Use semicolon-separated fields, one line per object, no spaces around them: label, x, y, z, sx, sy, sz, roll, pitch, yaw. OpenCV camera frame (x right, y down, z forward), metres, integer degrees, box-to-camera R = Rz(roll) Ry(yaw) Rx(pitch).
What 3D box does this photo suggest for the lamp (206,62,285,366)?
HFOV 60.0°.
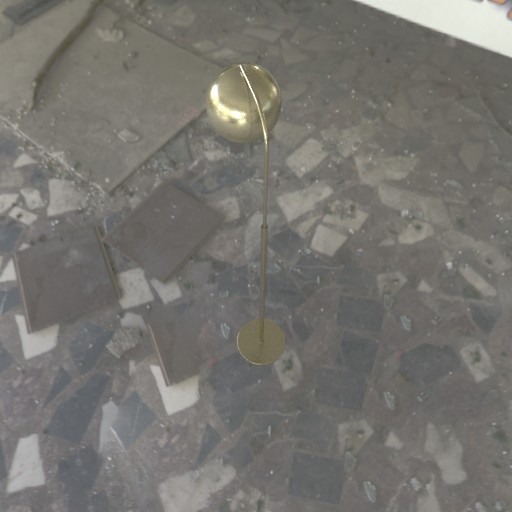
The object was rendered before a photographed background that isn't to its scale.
lamp;0.000;0.000;1.707;0.250;1.526;0.431;-15;61;-9
